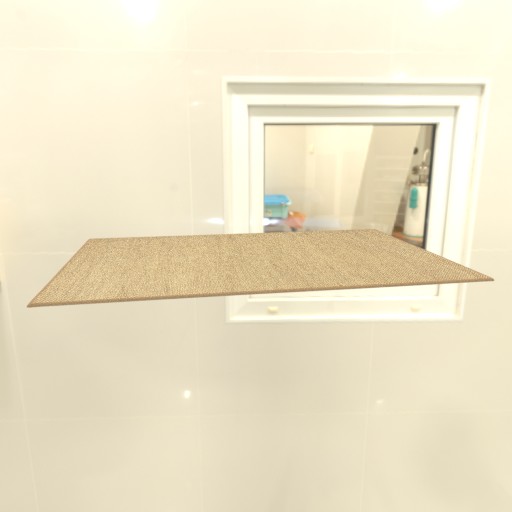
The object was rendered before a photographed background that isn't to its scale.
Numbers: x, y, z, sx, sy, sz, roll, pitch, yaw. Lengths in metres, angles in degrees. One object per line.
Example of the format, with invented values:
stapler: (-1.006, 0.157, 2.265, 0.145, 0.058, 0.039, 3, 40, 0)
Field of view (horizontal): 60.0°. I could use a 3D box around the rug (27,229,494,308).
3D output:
rug: (0.000, 0.000, 2.053, 1.668, 0.012, 1.061, -2, 14, -10)
